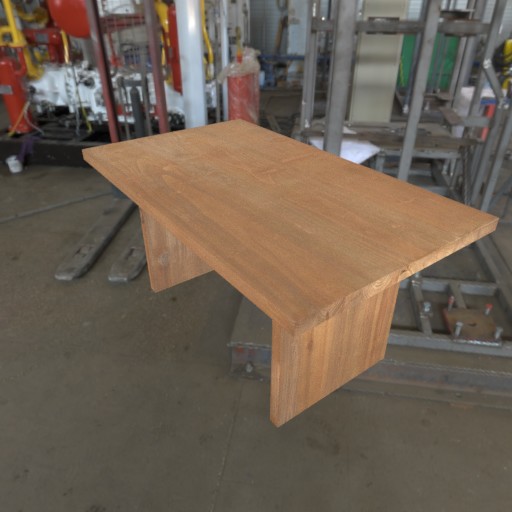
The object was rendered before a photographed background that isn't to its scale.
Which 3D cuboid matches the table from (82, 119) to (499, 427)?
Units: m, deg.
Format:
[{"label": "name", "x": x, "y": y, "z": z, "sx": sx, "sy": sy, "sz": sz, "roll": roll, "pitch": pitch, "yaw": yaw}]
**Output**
[{"label": "table", "x": 0.000, "y": 0.000, "z": 2.081, "sx": 0.946, "sy": 0.780, "sz": 1.609, "roll": -21, "pitch": 38, "yaw": -30}]
